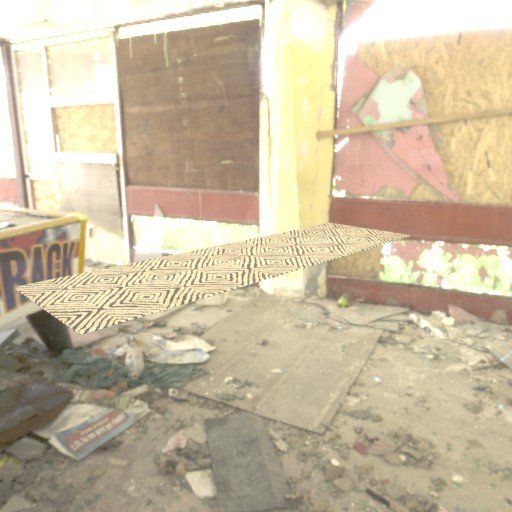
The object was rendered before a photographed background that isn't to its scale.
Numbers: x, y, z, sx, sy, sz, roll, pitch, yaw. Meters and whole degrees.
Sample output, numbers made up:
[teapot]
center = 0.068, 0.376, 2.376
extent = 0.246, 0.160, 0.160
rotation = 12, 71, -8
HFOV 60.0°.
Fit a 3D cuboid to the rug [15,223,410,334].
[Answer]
[rug]
center = 0.000, 0.000, 2.461
extent = 2.277, 0.008, 0.676
rotation = -14, 20, -43
